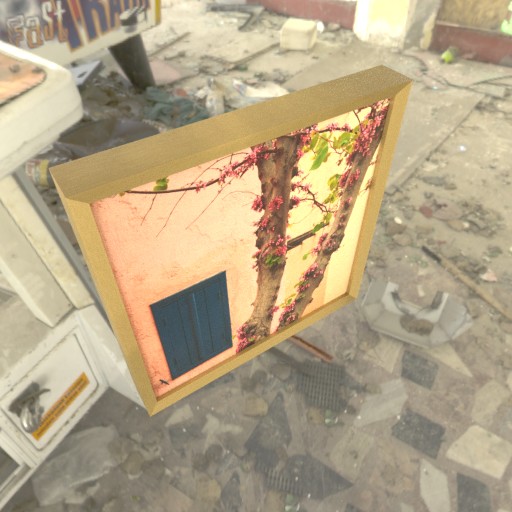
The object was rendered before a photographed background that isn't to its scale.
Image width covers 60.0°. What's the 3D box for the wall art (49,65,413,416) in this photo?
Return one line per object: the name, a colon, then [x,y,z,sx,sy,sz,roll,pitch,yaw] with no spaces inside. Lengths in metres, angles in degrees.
wall art: [0.000,0.000,0.450,0.304,0.305,0.038,-25,51,-23]
